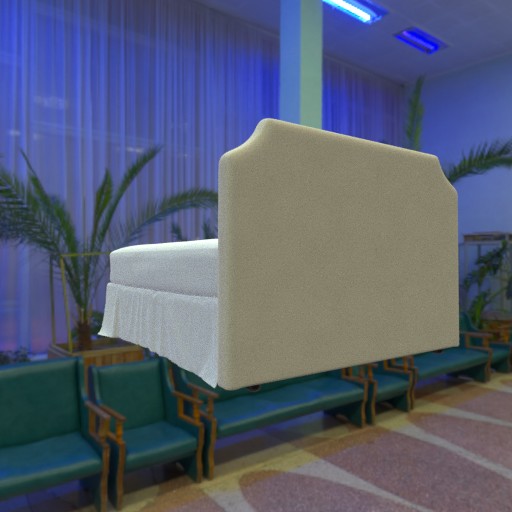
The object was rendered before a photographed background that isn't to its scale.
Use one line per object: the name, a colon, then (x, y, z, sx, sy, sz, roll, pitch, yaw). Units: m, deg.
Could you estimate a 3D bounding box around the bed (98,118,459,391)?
bed: (0.000, 0.000, 3.364, 1.827, 1.296, 2.209, 0, -1, -35)
